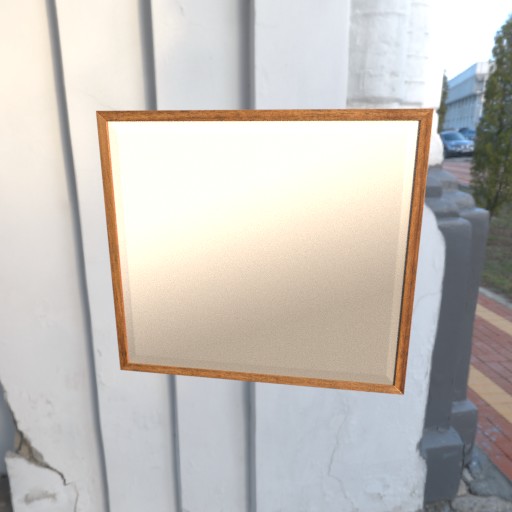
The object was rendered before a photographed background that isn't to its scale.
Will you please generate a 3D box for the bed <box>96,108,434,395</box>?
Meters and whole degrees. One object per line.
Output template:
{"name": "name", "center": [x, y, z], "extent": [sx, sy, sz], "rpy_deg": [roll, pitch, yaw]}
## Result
{"name": "bed", "center": [0.000, 0.000, 1.500], "extent": [1.041, 0.940, 0.043], "rpy_deg": [3, 16, 9]}
